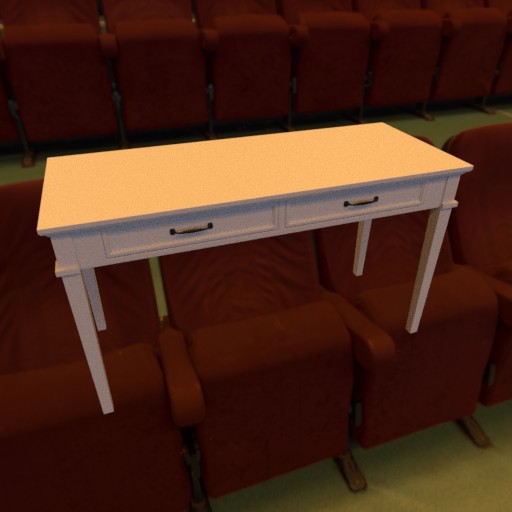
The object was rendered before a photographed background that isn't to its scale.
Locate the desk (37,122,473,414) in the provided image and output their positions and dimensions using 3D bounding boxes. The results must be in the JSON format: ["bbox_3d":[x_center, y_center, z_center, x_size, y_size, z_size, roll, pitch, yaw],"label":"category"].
[{"bbox_3d":[0.000,0.000,1.744,1.372,0.774,0.559,-11,34,-16],"label":"desk"}]
